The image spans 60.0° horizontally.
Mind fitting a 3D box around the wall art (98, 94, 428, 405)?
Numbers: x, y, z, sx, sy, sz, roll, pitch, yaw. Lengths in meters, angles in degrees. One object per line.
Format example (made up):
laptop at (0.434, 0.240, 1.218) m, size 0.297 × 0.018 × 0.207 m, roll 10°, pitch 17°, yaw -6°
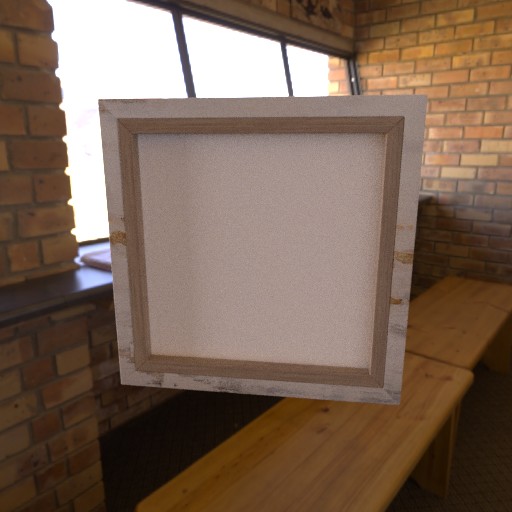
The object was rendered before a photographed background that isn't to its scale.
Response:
wall art at (0.000, 0.000, 0.907) m, size 0.611 × 0.613 × 0.040 m, roll 2°, pitch 14°, yaw 8°
